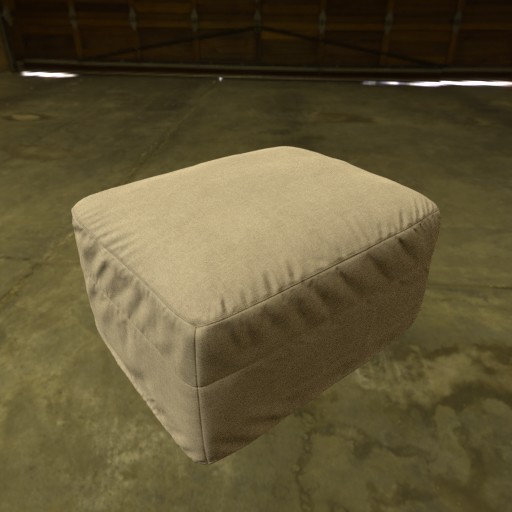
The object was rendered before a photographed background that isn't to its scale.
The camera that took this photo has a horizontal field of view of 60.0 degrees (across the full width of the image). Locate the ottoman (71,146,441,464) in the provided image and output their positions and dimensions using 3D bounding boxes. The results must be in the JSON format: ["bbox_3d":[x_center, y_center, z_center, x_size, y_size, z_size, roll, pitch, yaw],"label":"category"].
[{"bbox_3d":[0.000,0.000,1.266,0.837,0.481,0.683,-22,37,-33],"label":"ottoman"}]
